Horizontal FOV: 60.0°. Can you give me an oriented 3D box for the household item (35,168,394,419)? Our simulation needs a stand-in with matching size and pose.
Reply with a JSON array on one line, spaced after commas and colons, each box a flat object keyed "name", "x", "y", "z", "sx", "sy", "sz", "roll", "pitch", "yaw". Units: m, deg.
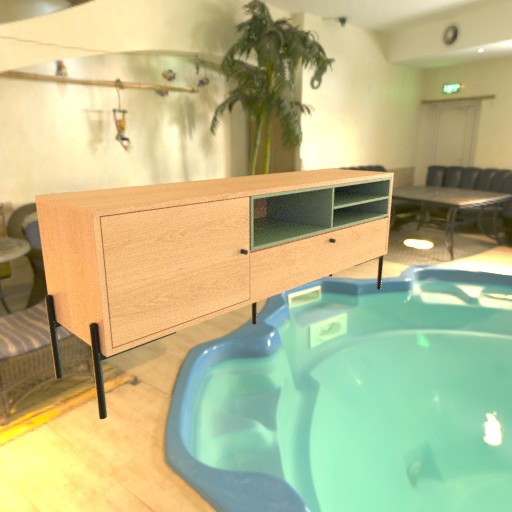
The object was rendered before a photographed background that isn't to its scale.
[{"name": "household item", "x": 0.000, "y": 0.000, "z": 1.807, "sx": 0.400, "sy": 0.600, "sz": 1.550, "roll": 15, "pitch": 21, "yaw": 43}]
